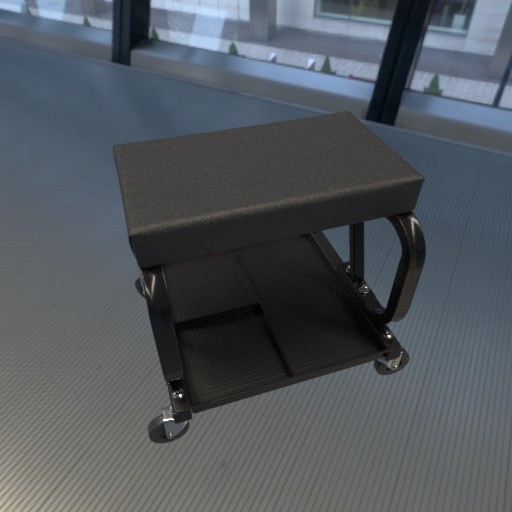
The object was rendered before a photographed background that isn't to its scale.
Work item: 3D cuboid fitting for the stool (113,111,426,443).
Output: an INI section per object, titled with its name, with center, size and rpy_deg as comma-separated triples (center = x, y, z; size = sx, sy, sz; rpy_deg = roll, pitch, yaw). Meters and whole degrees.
[stool]
center = 0.000, 0.000, 0.726
size = 0.446, 0.380, 0.371
rpy_deg = -12, 43, -13
